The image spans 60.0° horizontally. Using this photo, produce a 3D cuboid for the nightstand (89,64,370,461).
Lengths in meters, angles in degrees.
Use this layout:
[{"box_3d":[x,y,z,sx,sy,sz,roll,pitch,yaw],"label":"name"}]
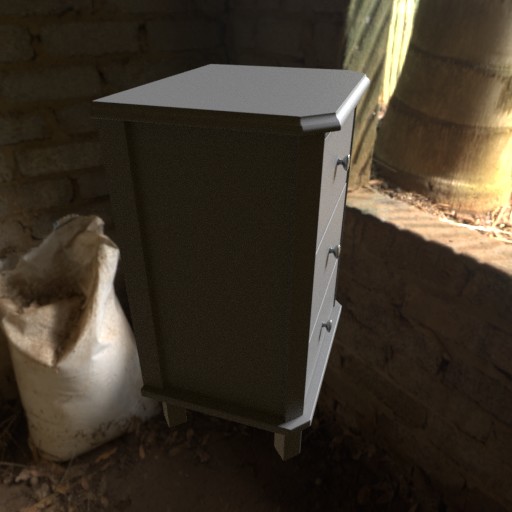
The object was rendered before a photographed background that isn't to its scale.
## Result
[{"box_3d":[0.000,0.000,0.927,0.350,0.680,0.450,9,32,16],"label":"nightstand"}]
